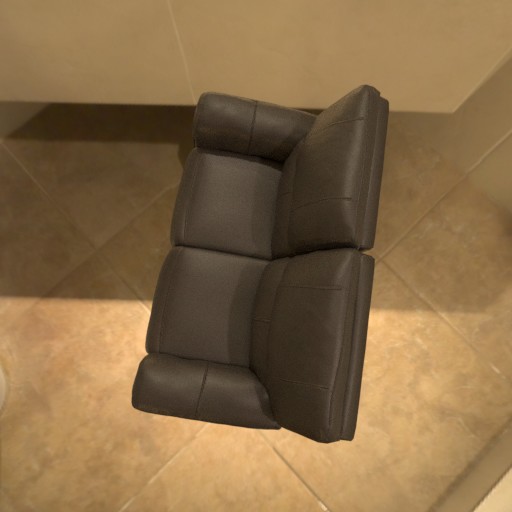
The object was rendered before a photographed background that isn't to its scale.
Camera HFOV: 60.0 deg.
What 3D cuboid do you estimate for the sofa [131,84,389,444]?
[{"bbox_3d":[0.000,0.000,2.443,1.104,1.111,1.765,9,77,2],"label":"sofa"}]
